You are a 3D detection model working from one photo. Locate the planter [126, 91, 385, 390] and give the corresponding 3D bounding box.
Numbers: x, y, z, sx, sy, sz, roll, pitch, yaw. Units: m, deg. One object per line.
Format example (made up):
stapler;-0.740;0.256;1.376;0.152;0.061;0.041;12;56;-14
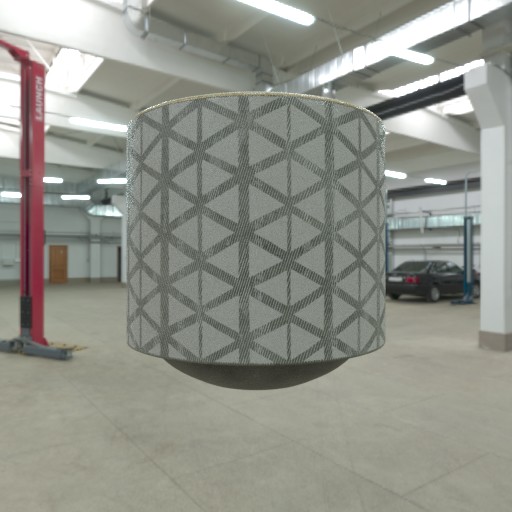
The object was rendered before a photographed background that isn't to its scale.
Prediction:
planter;0.000;0.000;0.446;0.250;0.239;0.250;0;0;0
